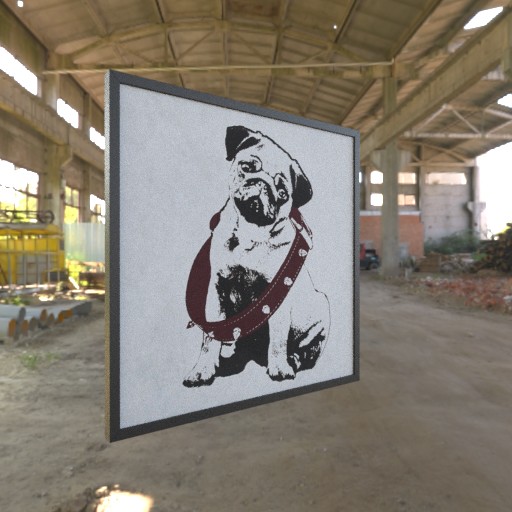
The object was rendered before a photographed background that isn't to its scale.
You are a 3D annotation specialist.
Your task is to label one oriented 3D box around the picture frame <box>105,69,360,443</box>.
[{"bbox_3d":[0.000,0.000,1.159,0.775,0.775,0.032,0,0,-36],"label":"picture frame"}]
